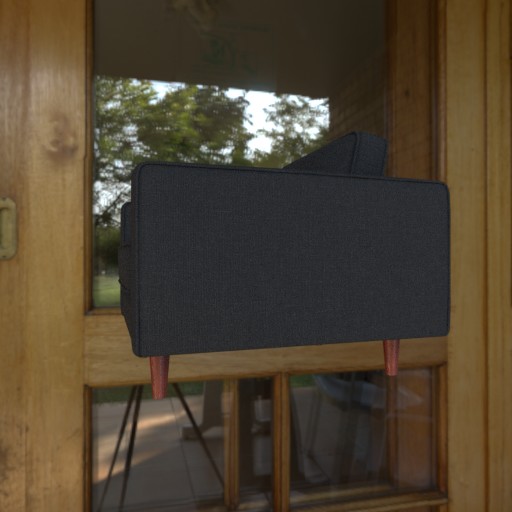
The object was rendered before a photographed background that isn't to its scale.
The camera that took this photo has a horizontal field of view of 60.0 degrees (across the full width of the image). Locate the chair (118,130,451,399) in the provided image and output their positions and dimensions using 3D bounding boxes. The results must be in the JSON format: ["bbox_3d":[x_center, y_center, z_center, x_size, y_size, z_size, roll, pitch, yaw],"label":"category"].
[{"bbox_3d":[0.000,0.000,1.560,0.919,0.770,0.899,0,0,-19],"label":"chair"}]
